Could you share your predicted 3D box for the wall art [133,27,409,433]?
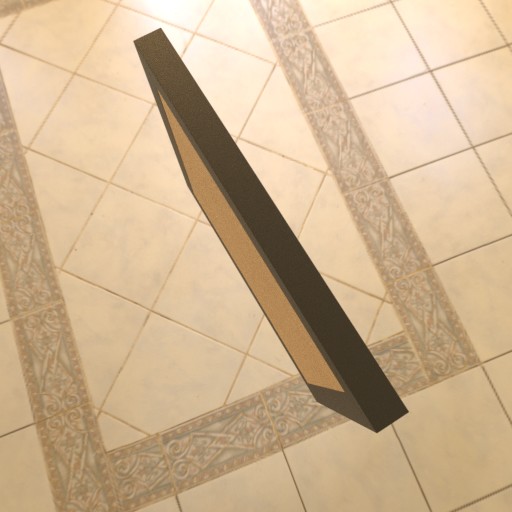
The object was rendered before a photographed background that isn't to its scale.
[{"bbox_3d":[0.000,0.000,0.511,0.028,0.321,0.381,-30,78,-7],"label":"wall art"}]
